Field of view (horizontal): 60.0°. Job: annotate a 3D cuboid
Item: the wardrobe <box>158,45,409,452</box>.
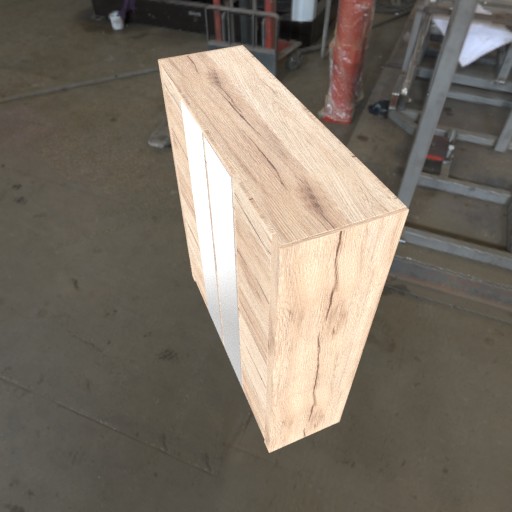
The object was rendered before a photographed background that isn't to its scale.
[{"bbox_3d":[0.000,0.000,3.039,0.580,2.070,1.810,-17,49,-16],"label":"wardrobe"}]
